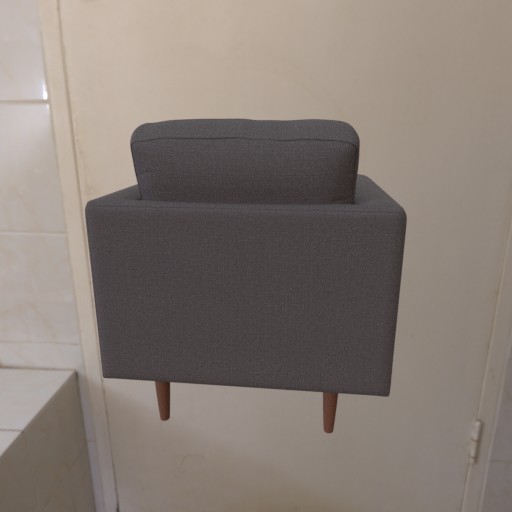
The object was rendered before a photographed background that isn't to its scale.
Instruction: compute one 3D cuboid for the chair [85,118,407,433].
[{"bbox_3d":[0.000,0.000,1.569,0.854,0.927,0.800,2,17,6],"label":"chair"}]
